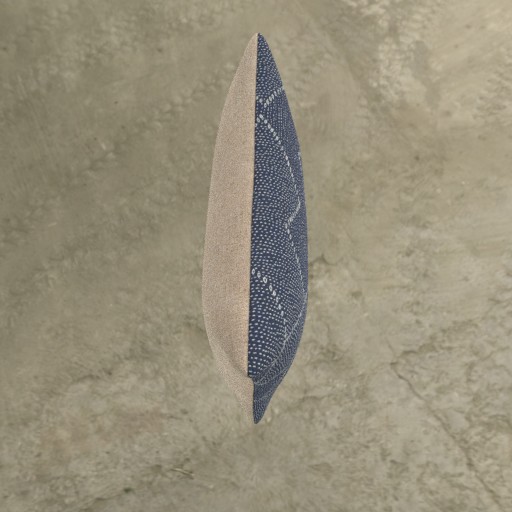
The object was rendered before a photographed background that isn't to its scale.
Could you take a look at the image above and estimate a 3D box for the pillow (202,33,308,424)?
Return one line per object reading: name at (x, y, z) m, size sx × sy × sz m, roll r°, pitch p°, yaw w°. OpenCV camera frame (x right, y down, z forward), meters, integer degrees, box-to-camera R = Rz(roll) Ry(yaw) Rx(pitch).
pillow at (0.000, 0.000, 0.660) m, size 0.148 × 0.428 × 0.435 m, roll 1°, pitch 64°, yaw 1°
